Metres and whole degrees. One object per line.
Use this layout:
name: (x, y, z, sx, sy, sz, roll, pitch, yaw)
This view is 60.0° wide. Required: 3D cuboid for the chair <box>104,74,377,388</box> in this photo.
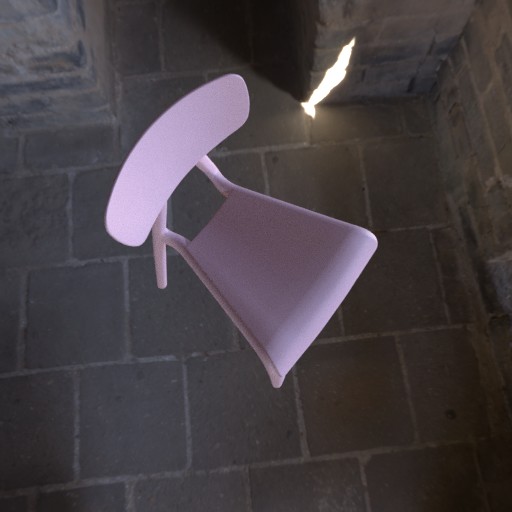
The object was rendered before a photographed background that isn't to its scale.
chair: (0.000, 0.000, 0.852, 0.401, 0.580, 0.356, 36, 79, 8)
